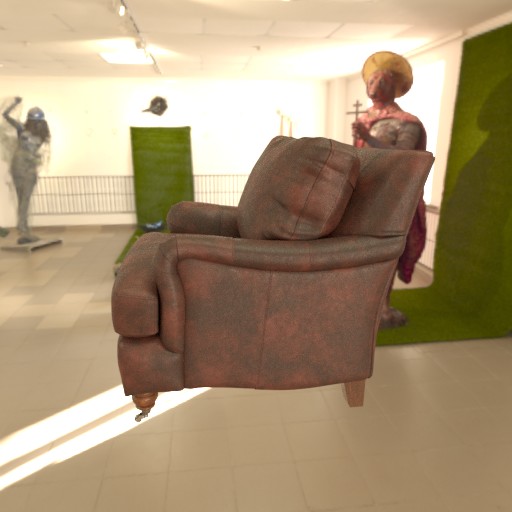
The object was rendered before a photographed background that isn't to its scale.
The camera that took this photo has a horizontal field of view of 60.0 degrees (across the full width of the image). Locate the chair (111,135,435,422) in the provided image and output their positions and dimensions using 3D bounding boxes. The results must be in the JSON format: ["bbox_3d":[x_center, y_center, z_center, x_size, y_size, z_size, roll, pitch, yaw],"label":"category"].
[{"bbox_3d":[0.000,0.000,1.995,1.156,1.051,0.987,-2,15,-7],"label":"chair"}]
